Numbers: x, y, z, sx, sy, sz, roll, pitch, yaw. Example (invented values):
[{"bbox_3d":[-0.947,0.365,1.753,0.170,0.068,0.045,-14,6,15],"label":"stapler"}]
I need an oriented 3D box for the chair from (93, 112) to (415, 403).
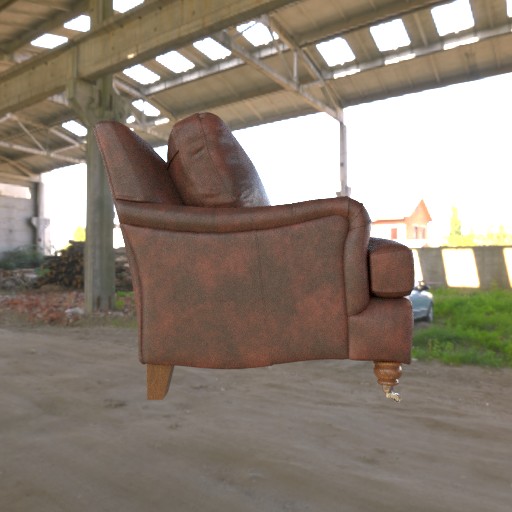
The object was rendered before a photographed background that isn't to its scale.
[{"bbox_3d":[0.000,0.000,1.982,1.156,1.051,0.987,0,-2,1],"label":"chair"}]
